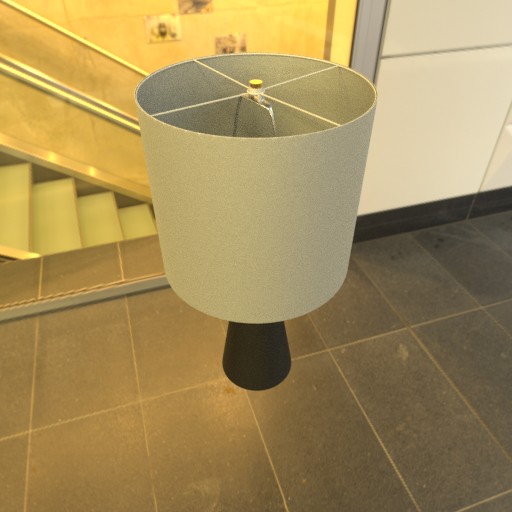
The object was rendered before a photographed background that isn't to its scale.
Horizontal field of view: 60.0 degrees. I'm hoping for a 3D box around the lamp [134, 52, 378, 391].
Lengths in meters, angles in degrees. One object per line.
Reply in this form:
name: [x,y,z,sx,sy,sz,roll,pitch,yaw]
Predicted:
lamp: [0.000,0.000,0.753,0.308,0.580,0.308,-26,46,-28]
